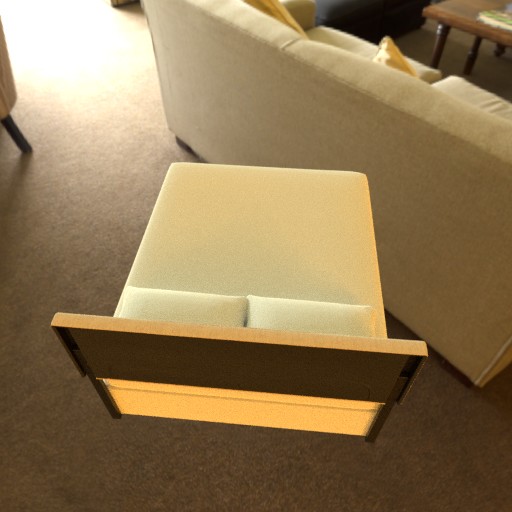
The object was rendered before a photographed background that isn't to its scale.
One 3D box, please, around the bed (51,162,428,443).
[{"bbox_3d":[0.000,0.000,2.829,1.616,1.016,1.876,4,48,4],"label":"bed"}]
